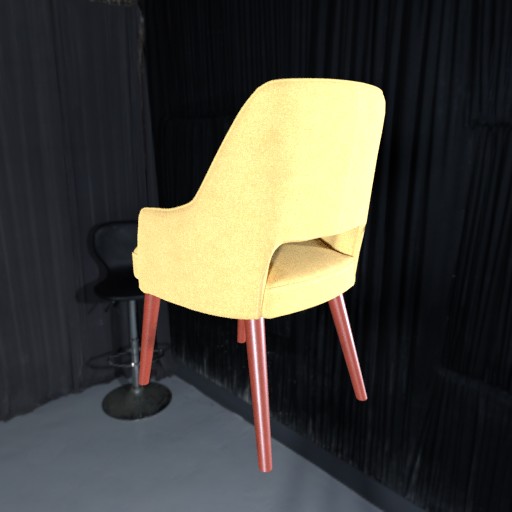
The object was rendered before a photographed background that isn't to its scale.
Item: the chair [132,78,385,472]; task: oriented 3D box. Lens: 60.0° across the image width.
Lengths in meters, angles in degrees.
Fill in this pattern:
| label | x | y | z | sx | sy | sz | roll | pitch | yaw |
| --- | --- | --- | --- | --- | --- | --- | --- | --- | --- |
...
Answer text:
| label | x | y | z | sx | sy | sz | roll | pitch | yaw |
| --- | --- | --- | --- | --- | --- | --- | --- | --- | --- |
| chair | 0.000 | 0.000 | 1.217 | 0.548 | 0.849 | 0.605 | -14 | 21 | -43 |
